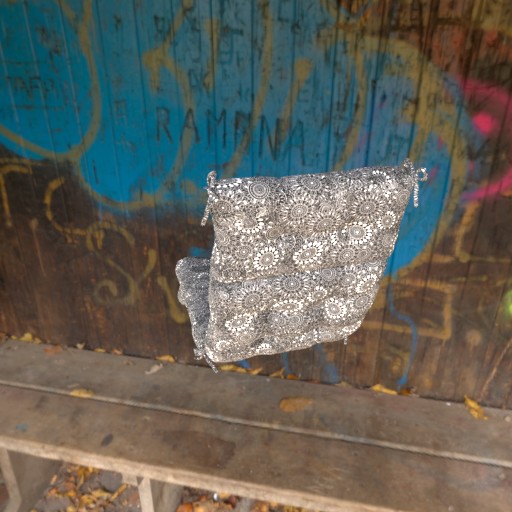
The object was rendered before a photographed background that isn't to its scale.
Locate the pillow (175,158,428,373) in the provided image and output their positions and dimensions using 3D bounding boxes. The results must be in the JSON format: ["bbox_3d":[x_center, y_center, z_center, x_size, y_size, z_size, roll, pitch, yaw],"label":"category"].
[{"bbox_3d":[0.000,0.000,1.530,0.526,0.863,1.016,-8,27,-15],"label":"pillow"}]
